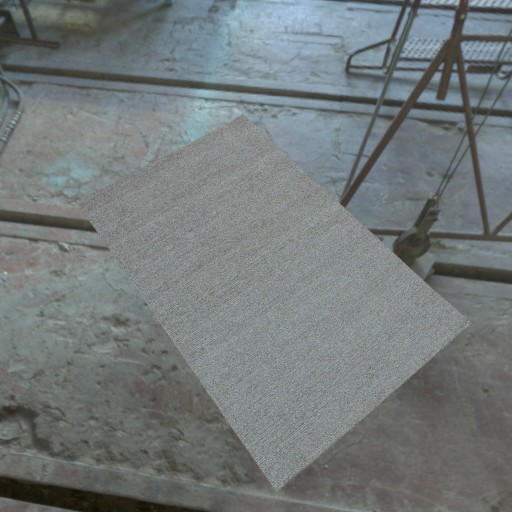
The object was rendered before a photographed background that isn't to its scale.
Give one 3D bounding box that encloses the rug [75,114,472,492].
[{"bbox_3d":[0.000,0.000,2.241,1.154,0.021,1.792,-32,63,-19],"label":"rug"}]
